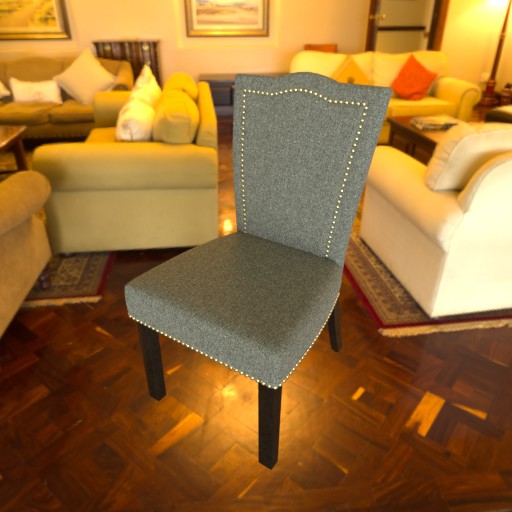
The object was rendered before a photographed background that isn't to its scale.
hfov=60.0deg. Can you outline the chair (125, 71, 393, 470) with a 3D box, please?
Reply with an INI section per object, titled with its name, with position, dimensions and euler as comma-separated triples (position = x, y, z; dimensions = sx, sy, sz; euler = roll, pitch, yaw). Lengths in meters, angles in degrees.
[chair]
position = 0.000, 0.000, 1.290
dimensions = 0.518, 0.946, 0.589
euler = 19, 34, 29
